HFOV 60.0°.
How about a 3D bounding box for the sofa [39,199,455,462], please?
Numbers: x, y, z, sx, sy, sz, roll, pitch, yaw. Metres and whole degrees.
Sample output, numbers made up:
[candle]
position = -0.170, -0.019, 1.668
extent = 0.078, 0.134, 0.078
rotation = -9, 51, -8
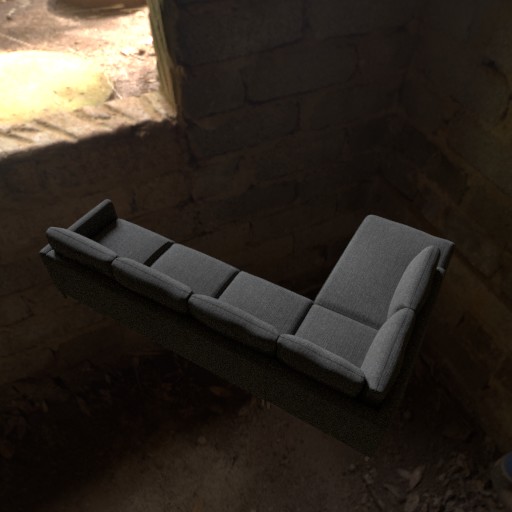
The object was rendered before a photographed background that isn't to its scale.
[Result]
[sofa]
position = 0.000, 0.000, 3.803
extent = 2.949, 0.815, 2.007
rotation = 22, 50, 20
